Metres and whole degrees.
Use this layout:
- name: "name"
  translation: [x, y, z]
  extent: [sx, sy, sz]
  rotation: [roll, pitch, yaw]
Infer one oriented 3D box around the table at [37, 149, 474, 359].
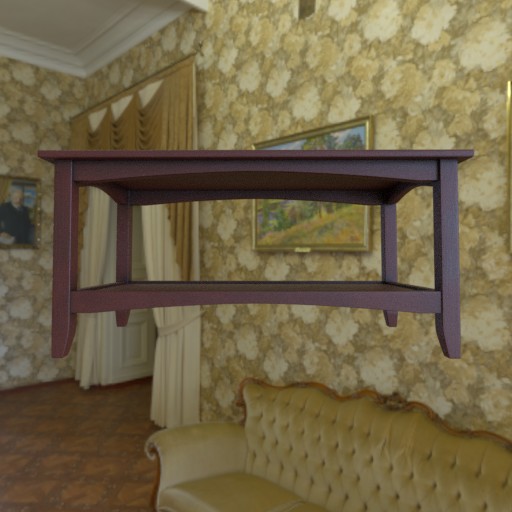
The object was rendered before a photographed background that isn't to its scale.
- name: "table"
  translation: [0.000, 0.000, 1.219]
  extent: [0.943, 0.456, 0.533]
  rotation: [0, 0, 0]
